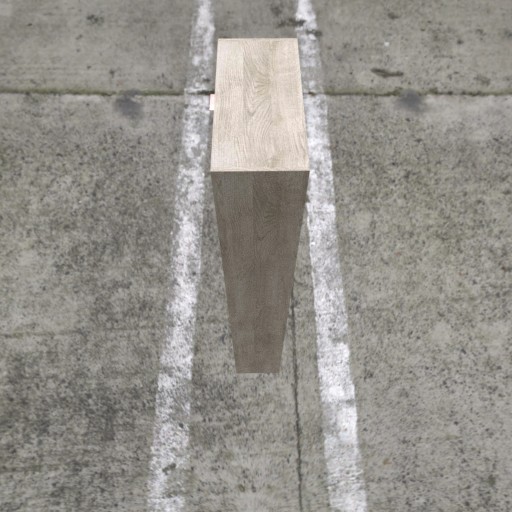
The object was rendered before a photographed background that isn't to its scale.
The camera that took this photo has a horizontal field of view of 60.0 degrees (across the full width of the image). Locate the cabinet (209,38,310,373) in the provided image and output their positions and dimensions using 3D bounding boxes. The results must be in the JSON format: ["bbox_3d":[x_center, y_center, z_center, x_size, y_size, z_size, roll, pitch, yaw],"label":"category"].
[{"bbox_3d":[0.000,0.000,1.875,0.250,1.630,0.520,0,59,0],"label":"cabinet"}]
